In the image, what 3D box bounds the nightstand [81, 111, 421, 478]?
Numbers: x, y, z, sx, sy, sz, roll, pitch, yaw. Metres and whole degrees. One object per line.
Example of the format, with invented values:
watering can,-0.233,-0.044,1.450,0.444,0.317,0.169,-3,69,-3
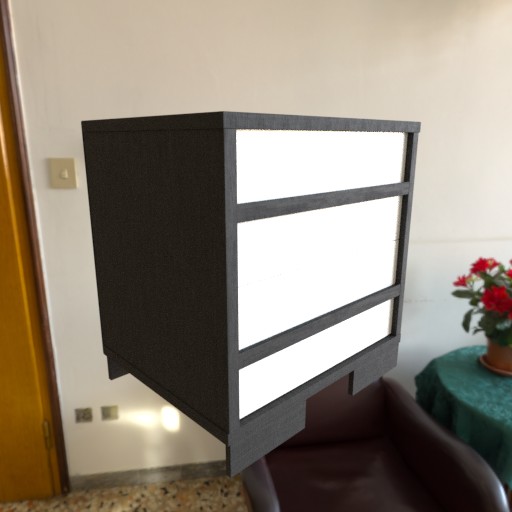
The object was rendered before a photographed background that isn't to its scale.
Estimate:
nightstand,0.000,0.000,0.770,0.427,0.448,0.347,-14,20,-42
